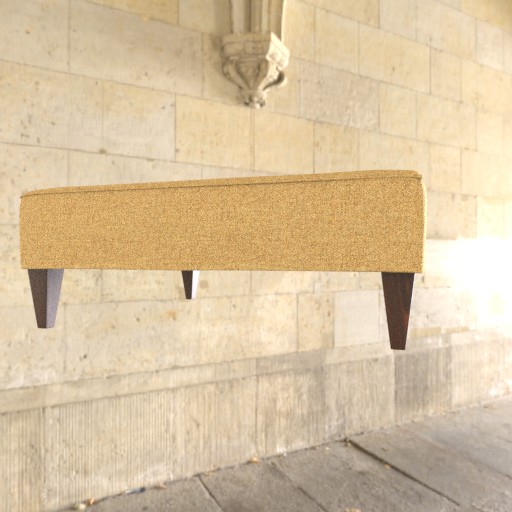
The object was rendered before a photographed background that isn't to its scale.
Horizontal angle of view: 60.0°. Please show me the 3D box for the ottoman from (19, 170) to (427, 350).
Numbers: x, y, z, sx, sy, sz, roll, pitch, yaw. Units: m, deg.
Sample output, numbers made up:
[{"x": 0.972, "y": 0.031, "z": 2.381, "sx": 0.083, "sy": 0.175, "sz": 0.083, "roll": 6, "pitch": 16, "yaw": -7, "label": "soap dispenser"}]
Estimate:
[{"x": 0.000, "y": 0.000, "z": 1.435, "sx": 0.981, "sy": 0.378, "sz": 0.970, "roll": 0, "pitch": 0, "yaw": 18, "label": "ottoman"}]
